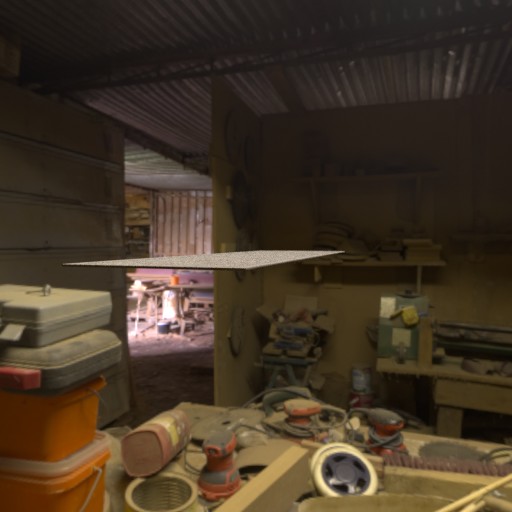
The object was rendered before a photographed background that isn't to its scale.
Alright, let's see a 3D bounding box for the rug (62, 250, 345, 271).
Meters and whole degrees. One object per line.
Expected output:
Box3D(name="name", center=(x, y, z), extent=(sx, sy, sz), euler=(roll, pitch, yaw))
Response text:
Box3D(name="rug", center=(0.000, 0.000, 2.755), extent=(0.769, 0.012, 2.448), euler=(1, 2, 19))
